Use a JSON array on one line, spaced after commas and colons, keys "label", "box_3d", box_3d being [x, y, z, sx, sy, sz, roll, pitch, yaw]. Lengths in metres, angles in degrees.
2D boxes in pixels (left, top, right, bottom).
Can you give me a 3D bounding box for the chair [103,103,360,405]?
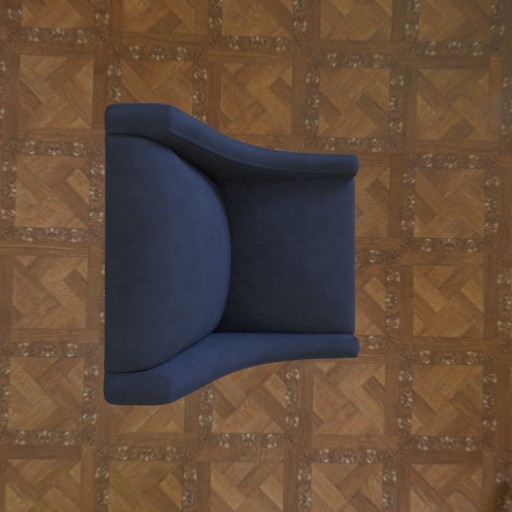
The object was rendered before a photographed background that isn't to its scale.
[{"label": "chair", "box_3d": [0.000, 0.000, 1.330, 0.629, 0.895, 0.629, 0, 89, -1]}]
